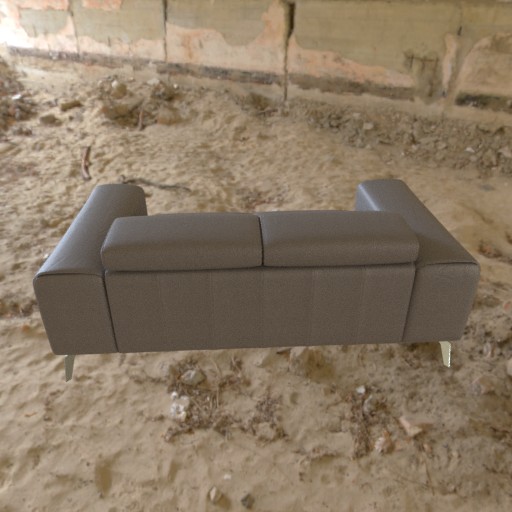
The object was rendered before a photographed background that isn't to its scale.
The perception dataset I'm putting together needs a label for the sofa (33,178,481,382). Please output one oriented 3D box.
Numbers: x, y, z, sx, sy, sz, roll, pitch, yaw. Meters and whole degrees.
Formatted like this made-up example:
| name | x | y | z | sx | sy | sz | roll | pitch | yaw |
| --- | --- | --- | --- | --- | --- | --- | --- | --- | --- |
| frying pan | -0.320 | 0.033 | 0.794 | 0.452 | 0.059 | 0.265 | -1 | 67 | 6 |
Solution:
| name | x | y | z | sx | sy | sz | roll | pitch | yaw |
| --- | --- | --- | --- | --- | --- | --- | --- | --- | --- |
| sofa | 0.000 | 0.000 | 2.393 | 1.930 | 0.753 | 1.024 | -2 | 31 | -3 |
